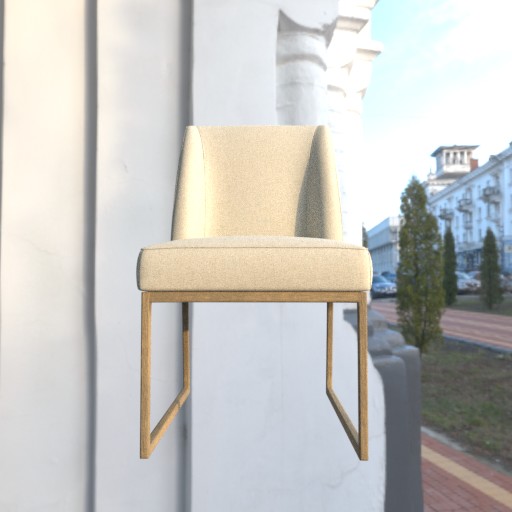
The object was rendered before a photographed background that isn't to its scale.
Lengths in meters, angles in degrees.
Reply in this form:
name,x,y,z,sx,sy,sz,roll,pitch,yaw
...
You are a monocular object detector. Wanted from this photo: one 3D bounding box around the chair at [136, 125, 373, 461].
name,x,y,z,sx,sy,sz,roll,pitch,yaw
chair,0.000,0.000,1.181,0.508,0.863,0.522,0,-2,1
